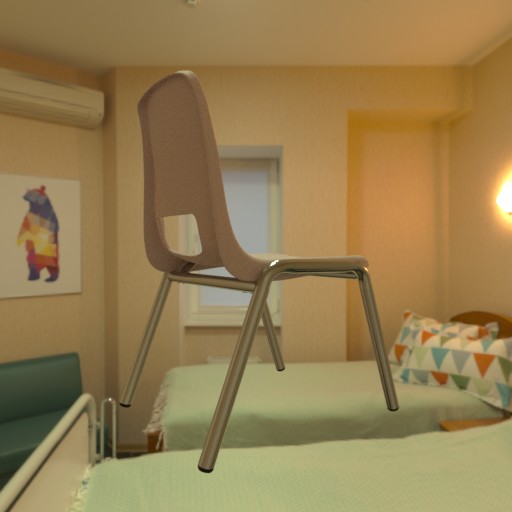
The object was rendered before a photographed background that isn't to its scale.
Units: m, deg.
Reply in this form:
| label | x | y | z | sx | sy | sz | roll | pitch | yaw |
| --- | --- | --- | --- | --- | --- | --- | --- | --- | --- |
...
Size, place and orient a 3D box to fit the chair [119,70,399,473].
| label | x | y | z | sx | sy | sz | roll | pitch | yaw |
| --- | --- | --- | --- | --- | --- | --- | --- | --- | --- |
| chair | 0.000 | 0.000 | 0.848 | 0.423 | 0.586 | 0.354 | -1 | 2 | -37 |
